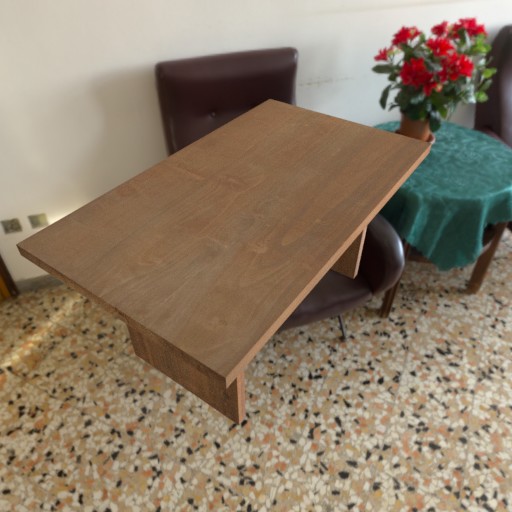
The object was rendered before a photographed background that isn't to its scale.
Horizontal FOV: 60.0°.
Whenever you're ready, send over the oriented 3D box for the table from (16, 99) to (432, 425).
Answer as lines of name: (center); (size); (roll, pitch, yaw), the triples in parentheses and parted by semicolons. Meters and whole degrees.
table: (0.000, 0.000, 2.115); (0.946, 0.780, 1.609); (25, 47, 26)
